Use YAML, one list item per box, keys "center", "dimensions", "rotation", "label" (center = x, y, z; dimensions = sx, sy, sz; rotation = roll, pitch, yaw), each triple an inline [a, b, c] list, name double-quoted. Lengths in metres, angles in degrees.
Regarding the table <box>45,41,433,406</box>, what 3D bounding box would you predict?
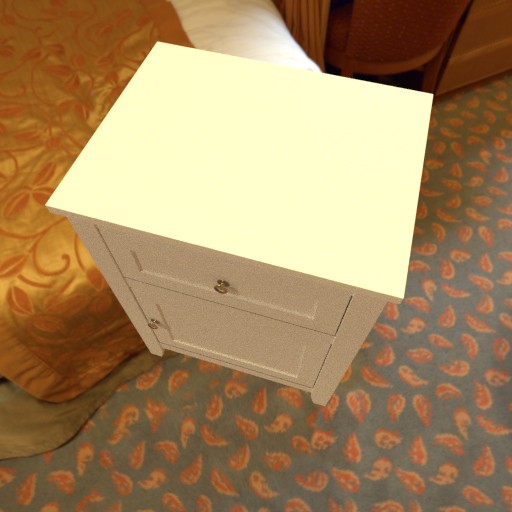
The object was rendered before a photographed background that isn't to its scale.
- center: [0.000, 0.000, 0.926]
  dimensions: [0.480, 0.635, 0.381]
  rotation: [15, 60, 9]
  label: "table"
